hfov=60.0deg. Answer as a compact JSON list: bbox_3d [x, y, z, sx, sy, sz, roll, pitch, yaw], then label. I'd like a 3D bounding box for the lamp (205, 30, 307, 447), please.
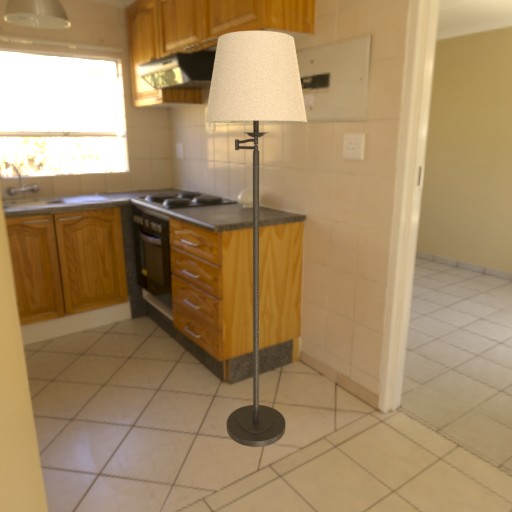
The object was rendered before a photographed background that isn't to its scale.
[{"bbox_3d":[0.000,0.000,1.646,0.348,1.473,0.348,15,21,43],"label":"lamp"}]
